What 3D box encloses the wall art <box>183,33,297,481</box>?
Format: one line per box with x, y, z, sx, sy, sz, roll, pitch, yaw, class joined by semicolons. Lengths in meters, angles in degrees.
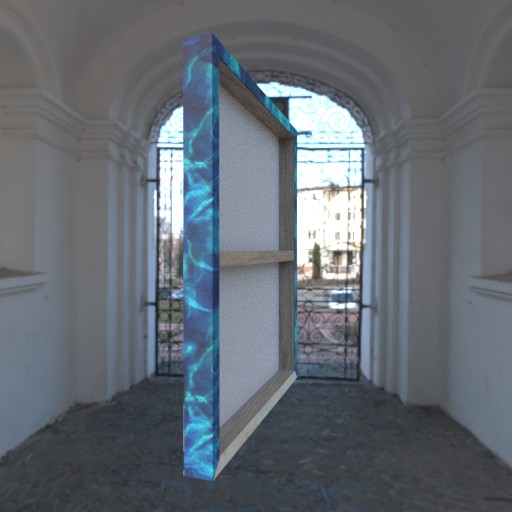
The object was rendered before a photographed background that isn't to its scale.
0.000;0.000;0.713;0.038;0.508;0.432;0;1;18;wall art
